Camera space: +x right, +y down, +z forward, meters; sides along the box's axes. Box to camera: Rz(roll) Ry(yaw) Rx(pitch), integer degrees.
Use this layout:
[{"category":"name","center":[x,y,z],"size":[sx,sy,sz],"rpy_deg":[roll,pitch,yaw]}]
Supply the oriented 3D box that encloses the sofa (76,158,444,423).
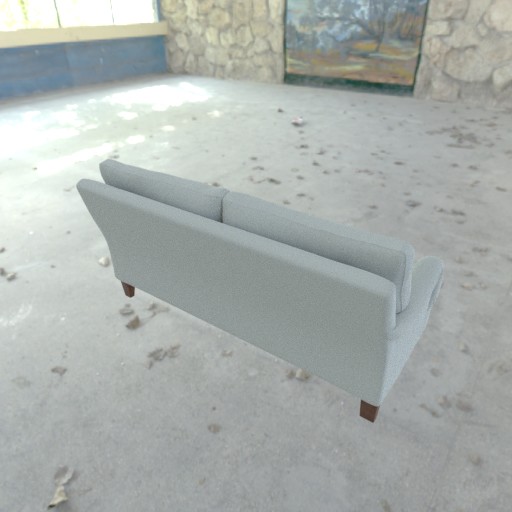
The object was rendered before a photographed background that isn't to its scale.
[{"category":"sofa","center":[0.000,0.000,2.911],"size":[2.193,1.096,1.069],"rpy_deg":[20,36,30]}]
